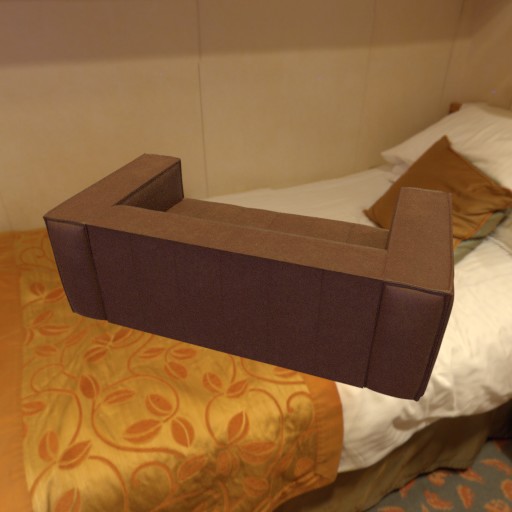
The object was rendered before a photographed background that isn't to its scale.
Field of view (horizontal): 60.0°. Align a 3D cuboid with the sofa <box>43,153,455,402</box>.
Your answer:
[{"bbox_3d":[0.000,0.000,2.631,2.088,0.703,1.102,11,34,16],"label":"sofa"}]
